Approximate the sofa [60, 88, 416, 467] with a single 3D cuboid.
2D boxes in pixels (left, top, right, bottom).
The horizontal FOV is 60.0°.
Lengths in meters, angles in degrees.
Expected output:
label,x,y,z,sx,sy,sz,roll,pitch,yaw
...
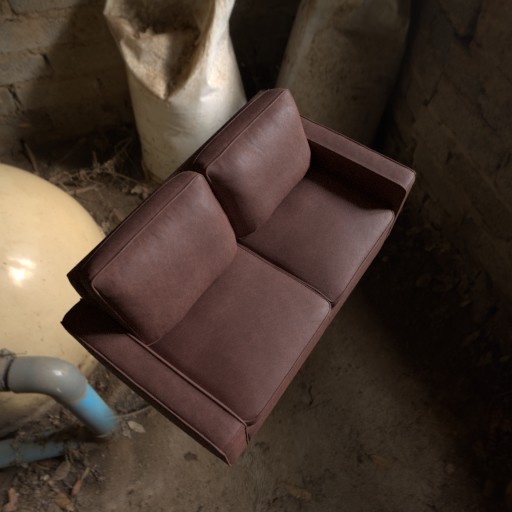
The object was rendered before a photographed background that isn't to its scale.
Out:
label,x,y,z,sx,sy,sz,roll,pitch,yaw
sofa,0.000,0.000,2.263,0.947,0.918,1.709,32,65,17
